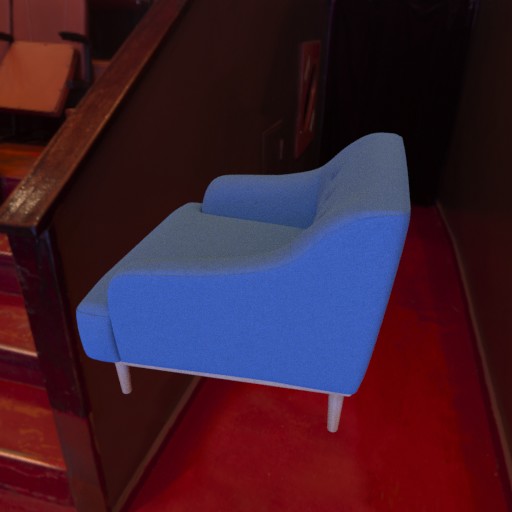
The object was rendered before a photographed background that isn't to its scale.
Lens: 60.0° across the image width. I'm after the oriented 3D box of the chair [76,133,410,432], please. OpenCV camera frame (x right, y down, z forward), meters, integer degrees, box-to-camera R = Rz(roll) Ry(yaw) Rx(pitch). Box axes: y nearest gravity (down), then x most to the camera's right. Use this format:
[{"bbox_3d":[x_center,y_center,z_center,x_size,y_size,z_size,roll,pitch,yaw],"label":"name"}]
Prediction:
[{"bbox_3d":[0.000,0.000,1.644,0.951,0.818,0.946,7,29,13],"label":"chair"}]
